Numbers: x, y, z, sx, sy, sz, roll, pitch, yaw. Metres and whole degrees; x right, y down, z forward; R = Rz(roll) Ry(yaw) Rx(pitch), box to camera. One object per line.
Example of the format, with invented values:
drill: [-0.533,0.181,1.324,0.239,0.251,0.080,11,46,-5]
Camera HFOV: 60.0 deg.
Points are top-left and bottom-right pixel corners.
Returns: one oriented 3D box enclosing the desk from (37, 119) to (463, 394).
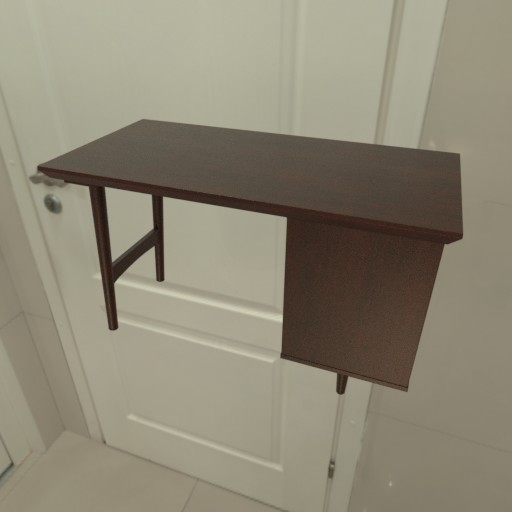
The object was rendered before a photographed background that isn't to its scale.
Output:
desk: [0.000,0.000,1.678,1.277,0.758,0.612,11,34,17]
